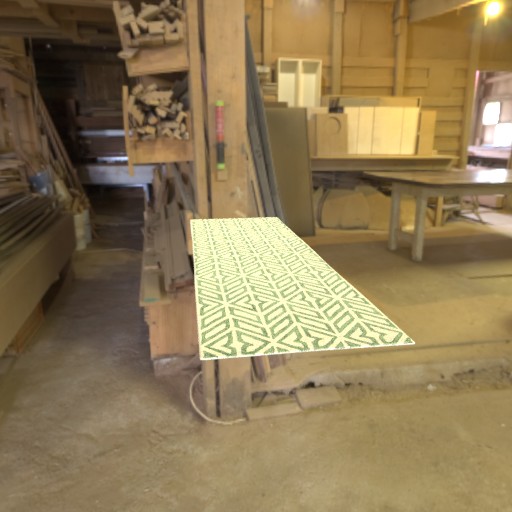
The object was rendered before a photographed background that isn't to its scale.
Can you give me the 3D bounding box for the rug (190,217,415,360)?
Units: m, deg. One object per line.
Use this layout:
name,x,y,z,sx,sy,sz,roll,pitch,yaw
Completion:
rug,0.000,0.000,2.654,0.750,0.009,2.435,-2,16,-9
